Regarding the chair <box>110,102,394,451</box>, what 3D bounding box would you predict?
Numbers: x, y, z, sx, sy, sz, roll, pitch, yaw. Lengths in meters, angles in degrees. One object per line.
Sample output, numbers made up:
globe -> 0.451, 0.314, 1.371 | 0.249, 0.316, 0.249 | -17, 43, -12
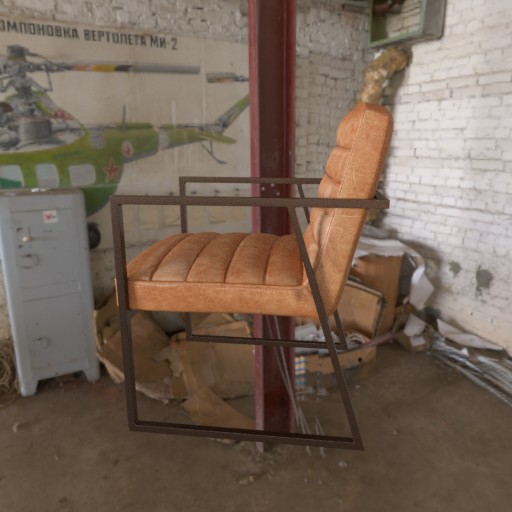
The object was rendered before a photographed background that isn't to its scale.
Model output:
chair -> 0.000, 0.000, 1.306 | 0.677, 0.832, 0.571 | 2, 15, 7
